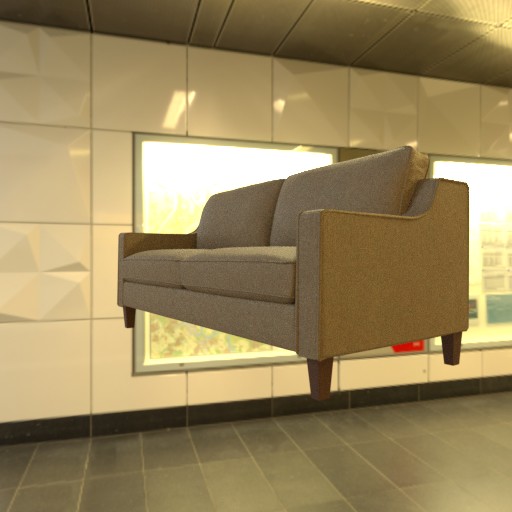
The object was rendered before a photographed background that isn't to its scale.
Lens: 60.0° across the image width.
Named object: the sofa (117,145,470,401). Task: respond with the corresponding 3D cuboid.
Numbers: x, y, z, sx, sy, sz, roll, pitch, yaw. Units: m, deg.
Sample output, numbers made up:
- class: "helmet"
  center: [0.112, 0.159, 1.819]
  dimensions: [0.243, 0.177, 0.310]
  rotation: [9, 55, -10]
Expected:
- class: "sofa"
  center: [0.000, 0.000, 2.767]
  dimensions: [1.073, 1.074, 2.181]
  rotation: [0, 0, -36]
